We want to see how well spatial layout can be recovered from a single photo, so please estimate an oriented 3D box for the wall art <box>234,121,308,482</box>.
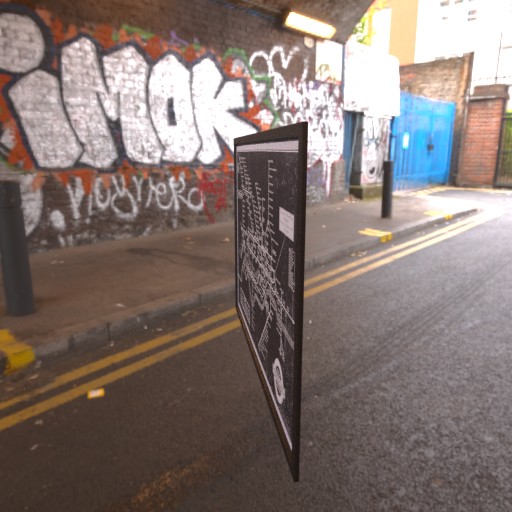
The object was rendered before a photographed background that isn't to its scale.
[{"bbox_3d":[0.000,0.000,1.516,0.013,0.811,1.192,-2,14,-9],"label":"wall art"}]
